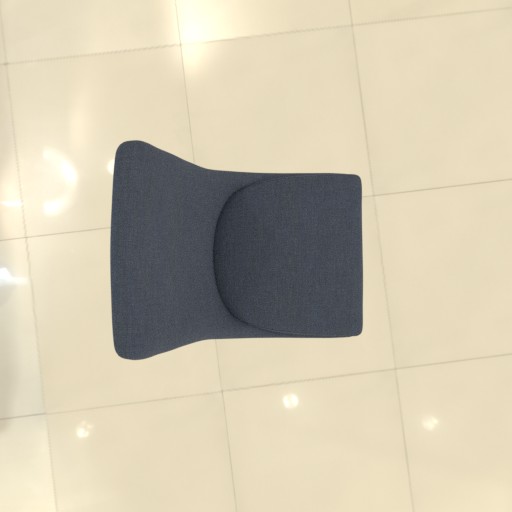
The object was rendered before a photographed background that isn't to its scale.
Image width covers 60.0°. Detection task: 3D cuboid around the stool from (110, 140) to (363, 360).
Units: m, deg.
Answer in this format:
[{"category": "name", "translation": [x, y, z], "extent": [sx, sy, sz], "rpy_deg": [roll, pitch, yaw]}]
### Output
[{"category": "stool", "translation": [0.000, 0.000, 1.359], "extent": [0.577, 1.078, 0.470], "rpy_deg": [0, 89, -1]}]
